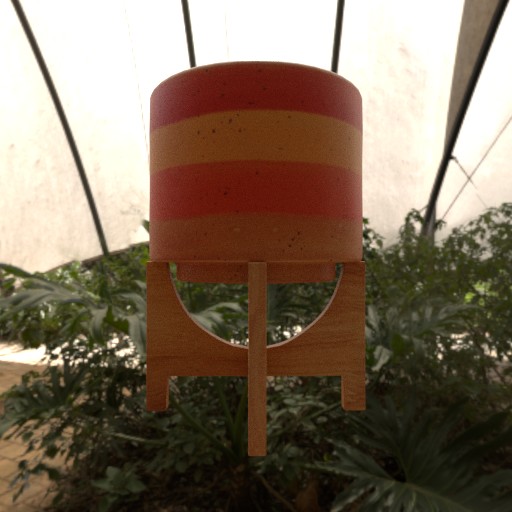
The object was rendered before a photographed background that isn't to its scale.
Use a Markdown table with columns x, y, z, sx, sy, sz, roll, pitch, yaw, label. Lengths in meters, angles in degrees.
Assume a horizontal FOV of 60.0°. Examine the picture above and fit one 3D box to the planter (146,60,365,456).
| x | y | z | sx | sy | sz | roll | pitch | yaw | label |
| --- | --- | --- | --- | --- | --- | --- | --- | --- | --- |
| 0.000 | 0.000 | 0.551 | 0.269 | 0.379 | 0.269 | 0 | 0 | 0 | planter |
